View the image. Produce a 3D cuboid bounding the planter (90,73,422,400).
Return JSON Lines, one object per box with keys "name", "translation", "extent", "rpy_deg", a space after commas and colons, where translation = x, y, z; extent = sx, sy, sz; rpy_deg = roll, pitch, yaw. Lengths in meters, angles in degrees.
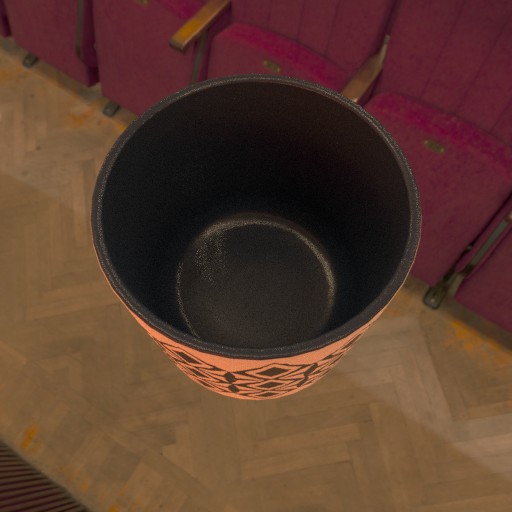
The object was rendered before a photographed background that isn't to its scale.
{"name": "planter", "translation": [0.000, 0.000, 0.278], "extent": [0.159, 0.144, 0.159], "rpy_deg": [0, 66, 0]}
